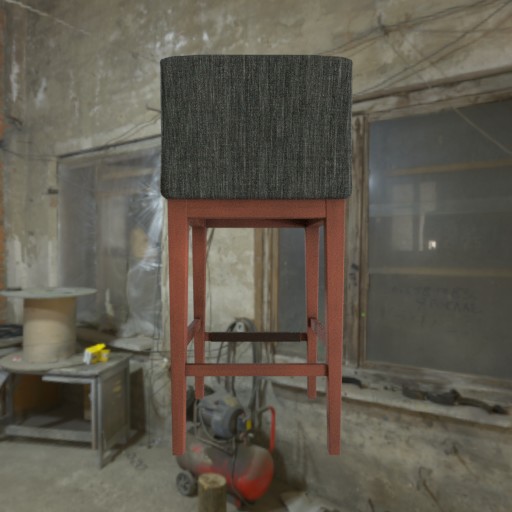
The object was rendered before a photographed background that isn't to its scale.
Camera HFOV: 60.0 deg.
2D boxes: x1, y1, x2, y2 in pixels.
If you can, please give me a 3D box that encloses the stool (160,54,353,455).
[{"bbox_3d":[0.000,0.000,1.114,0.395,0.835,0.459,0,0,0],"label":"stool"}]
